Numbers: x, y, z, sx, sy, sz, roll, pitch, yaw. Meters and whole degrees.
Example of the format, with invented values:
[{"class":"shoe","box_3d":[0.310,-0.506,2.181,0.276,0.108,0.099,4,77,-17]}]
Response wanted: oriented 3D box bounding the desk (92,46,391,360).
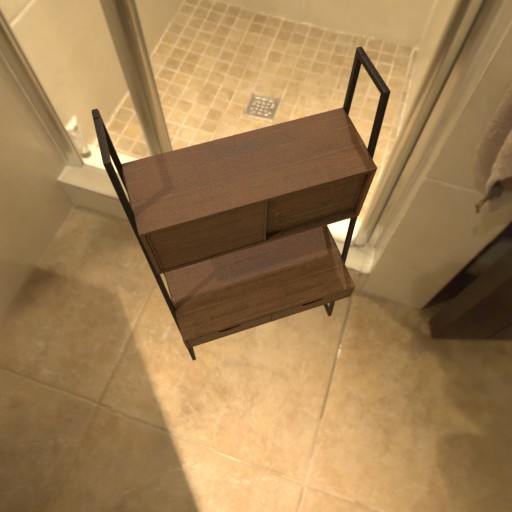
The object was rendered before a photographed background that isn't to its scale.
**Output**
[{"class":"desk","box_3d":[0.000,0.000,2.233,0.982,1.809,0.515,-17,64,-8]}]
